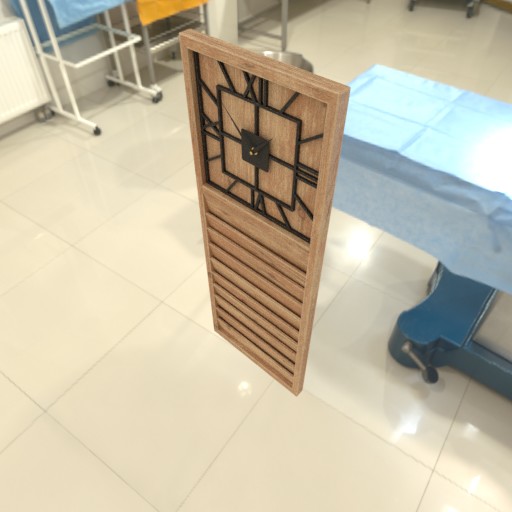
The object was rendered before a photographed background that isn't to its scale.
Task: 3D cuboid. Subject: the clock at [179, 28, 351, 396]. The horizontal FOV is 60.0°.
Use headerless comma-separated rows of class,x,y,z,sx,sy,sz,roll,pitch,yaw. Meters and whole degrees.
clock,0.000,0.000,1.092,0.361,0.965,0.030,33,55,28
